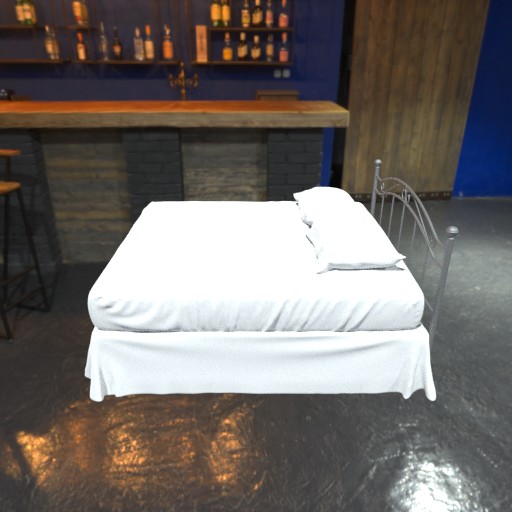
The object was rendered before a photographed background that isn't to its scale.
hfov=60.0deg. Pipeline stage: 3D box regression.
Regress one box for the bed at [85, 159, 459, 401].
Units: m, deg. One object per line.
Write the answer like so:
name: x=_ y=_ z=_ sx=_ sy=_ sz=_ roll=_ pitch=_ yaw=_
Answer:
bed: x=0.000 y=0.000 z=3.305 sx=2.215 sy=1.080 sz=1.936 roll=0 pitch=25 yaw=0
